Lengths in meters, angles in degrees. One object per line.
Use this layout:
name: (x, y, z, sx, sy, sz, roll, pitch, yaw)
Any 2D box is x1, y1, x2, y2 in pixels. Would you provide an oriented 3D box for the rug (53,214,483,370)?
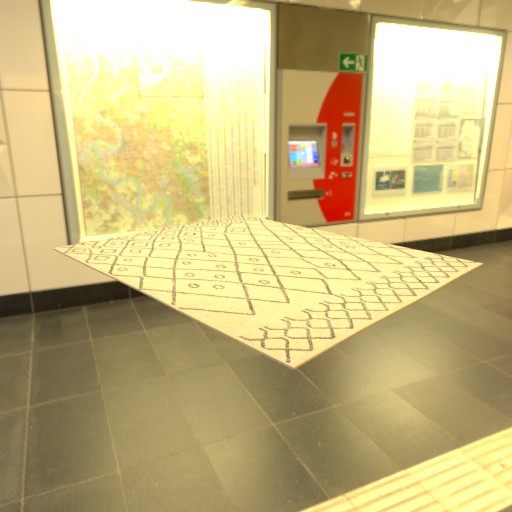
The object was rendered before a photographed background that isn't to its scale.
rug: (0.000, 0.000, 3.993, 2.446, 0.015, 3.046, -15, 22, -42)
